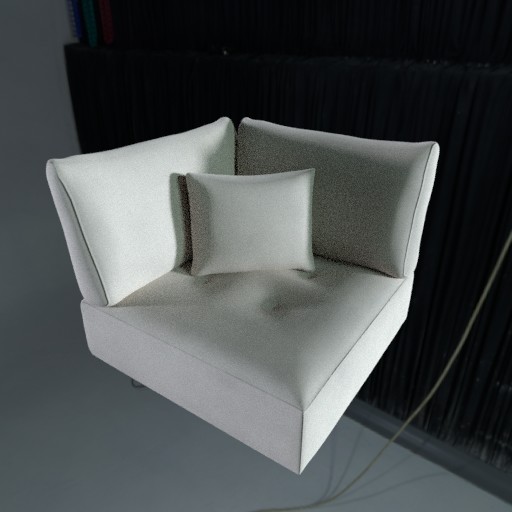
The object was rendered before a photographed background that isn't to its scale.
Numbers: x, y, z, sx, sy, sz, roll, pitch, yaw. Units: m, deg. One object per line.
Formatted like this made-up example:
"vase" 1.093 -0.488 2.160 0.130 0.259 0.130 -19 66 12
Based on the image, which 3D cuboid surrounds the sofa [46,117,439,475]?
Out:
"sofa" 0.000 0.000 1.692 1.000 0.820 1.000 18 32 30
